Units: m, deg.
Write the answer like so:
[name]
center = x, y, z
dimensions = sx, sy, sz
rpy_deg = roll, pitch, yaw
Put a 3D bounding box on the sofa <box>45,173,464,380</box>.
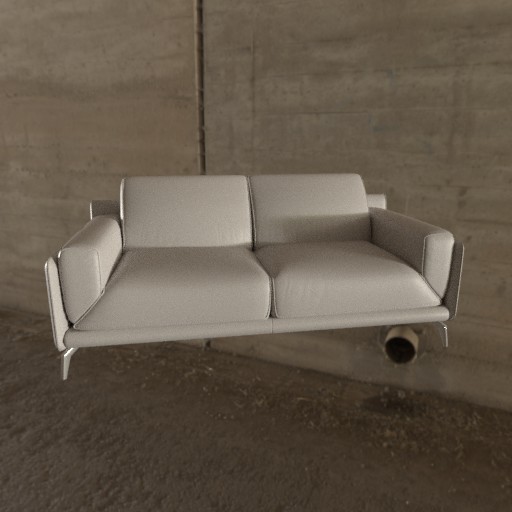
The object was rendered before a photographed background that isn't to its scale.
[sofa]
center = 0.000, 0.000, 2.619
dimensions = 2.101, 0.930, 1.049
rpy_deg = -3, 15, -10
